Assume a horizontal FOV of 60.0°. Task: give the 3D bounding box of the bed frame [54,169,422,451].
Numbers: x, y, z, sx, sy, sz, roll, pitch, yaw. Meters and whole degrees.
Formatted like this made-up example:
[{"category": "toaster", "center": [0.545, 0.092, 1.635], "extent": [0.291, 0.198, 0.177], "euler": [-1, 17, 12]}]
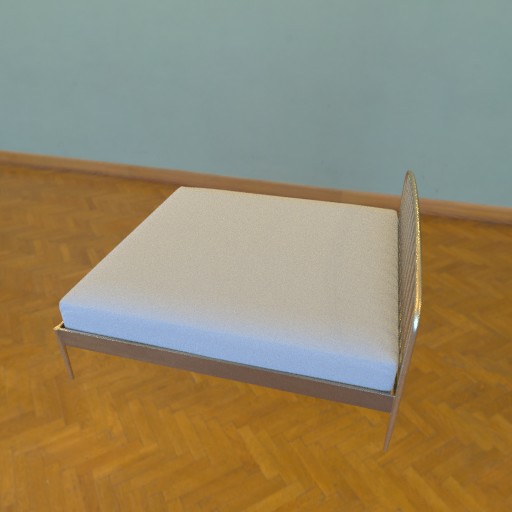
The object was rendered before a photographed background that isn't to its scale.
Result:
[{"category": "bed frame", "center": [0.000, 0.000, 3.362], "extent": [2.152, 1.174, 2.016], "euler": [8, 33, 13]}]
